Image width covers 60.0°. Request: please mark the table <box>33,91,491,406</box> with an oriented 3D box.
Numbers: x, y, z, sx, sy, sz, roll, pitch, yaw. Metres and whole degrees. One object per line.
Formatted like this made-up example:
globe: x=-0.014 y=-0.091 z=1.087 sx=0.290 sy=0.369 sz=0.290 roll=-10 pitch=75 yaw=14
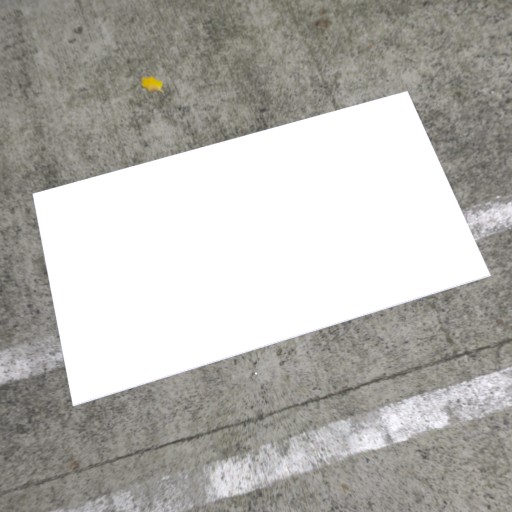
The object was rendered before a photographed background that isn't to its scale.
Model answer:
table: x=0.000 y=0.000 z=1.362 sx=1.067 sy=0.457 sz=0.559 roll=-16 pitch=76 yaw=-4
